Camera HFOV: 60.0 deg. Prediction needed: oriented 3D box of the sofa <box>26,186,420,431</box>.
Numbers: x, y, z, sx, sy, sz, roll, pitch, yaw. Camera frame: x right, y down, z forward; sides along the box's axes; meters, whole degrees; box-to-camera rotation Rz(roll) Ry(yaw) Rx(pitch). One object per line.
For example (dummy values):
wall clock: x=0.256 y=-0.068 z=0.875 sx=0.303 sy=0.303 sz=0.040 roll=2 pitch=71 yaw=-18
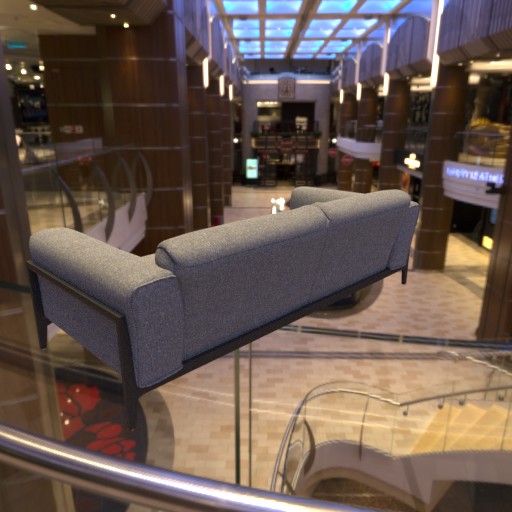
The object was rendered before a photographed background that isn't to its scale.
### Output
sofa: x=0.000 y=0.000 z=2.509 sx=0.985 sy=0.703 sz=2.125 roll=17 pitch=24 yaw=42
